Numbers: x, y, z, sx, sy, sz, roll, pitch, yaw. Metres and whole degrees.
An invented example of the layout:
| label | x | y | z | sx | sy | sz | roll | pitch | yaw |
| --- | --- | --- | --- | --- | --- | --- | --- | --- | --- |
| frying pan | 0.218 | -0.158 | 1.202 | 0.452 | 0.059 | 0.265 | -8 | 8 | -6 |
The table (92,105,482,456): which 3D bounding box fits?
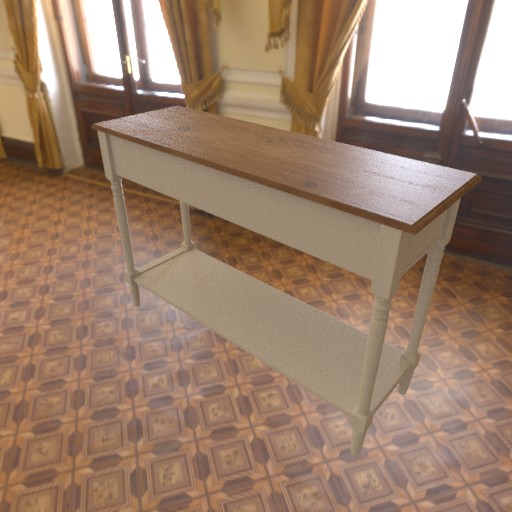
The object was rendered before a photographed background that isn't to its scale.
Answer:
| label | x | y | z | sx | sy | sz | roll | pitch | yaw |
| --- | --- | --- | --- | --- | --- | --- | --- | --- | --- |
| table | 0.000 | 0.000 | 1.571 | 1.219 | 0.800 | 0.399 | 24 | 39 | 35 |
